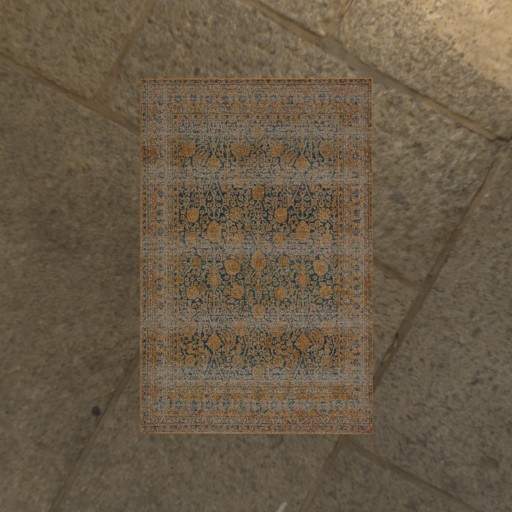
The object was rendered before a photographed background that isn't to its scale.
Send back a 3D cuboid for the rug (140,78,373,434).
[{"bbox_3d":[0.000,0.000,2.911,1.525,0.007,2.336,0,90,0],"label":"rug"}]
